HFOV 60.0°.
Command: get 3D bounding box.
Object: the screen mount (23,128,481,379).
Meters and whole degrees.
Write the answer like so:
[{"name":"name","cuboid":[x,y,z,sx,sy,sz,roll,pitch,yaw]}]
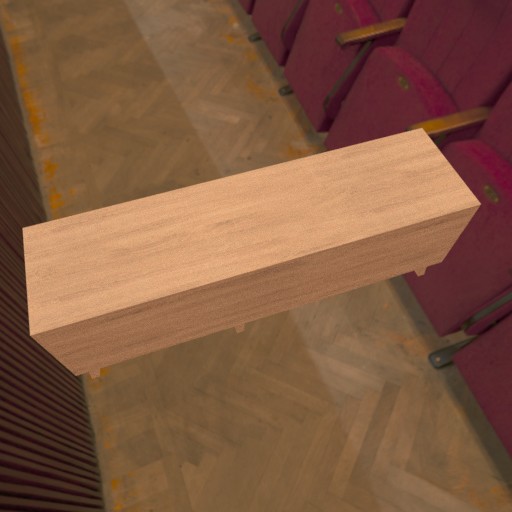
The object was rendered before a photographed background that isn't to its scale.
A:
[{"name":"screen mount","cuboid":[0.000,0.000,1.713,1.500,0.510,0.400,-16,59,-10]}]
